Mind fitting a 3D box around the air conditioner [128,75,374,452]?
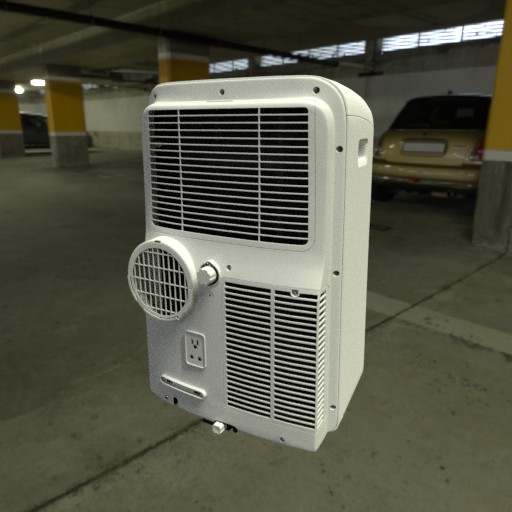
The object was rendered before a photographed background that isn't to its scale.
[{"bbox_3d":[0.000,0.000,0.963,0.454,0.700,0.365,9,19,27],"label":"air conditioner"}]
